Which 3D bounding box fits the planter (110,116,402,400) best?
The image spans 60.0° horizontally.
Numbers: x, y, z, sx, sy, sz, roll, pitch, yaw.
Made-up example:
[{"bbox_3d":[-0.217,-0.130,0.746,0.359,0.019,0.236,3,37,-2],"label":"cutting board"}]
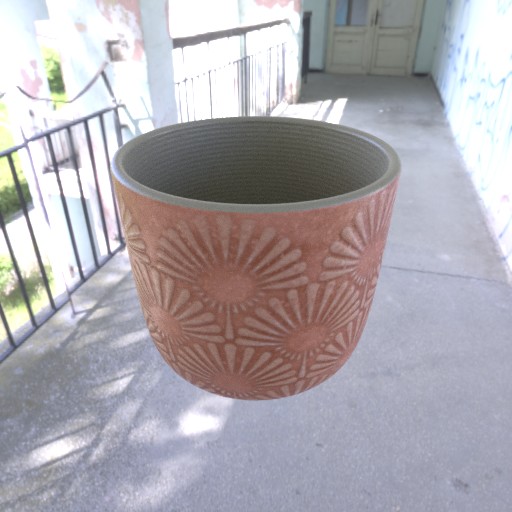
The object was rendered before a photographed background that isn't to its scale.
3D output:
[{"bbox_3d":[0.000,0.000,0.222,0.124,0.109,0.124,0,31,0],"label":"planter"}]
